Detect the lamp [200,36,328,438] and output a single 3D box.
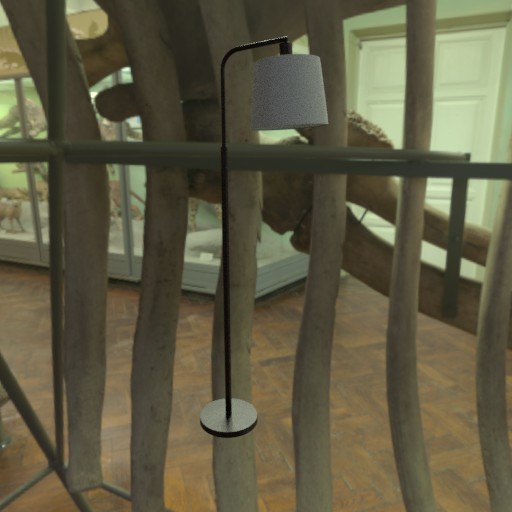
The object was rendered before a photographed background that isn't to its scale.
[{"bbox_3d":[0.000,0.000,1.653,0.508,1.478,0.254,7,16,26],"label":"lamp"}]
